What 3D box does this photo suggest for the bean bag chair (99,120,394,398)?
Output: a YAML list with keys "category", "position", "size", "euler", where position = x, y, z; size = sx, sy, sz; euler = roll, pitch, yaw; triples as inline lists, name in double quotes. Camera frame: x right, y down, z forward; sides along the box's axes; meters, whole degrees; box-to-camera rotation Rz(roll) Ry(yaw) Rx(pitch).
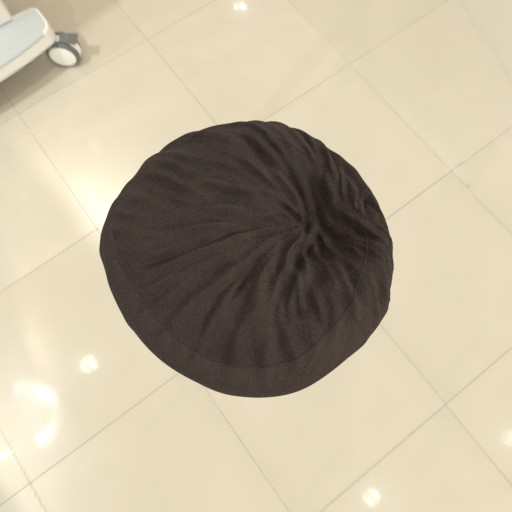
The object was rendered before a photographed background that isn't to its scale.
- category: "bean bag chair"
  position: [0.000, 0.000, 2.073]
  size: [1.245, 0.821, 1.245]
  euler: [0, 74, 0]
